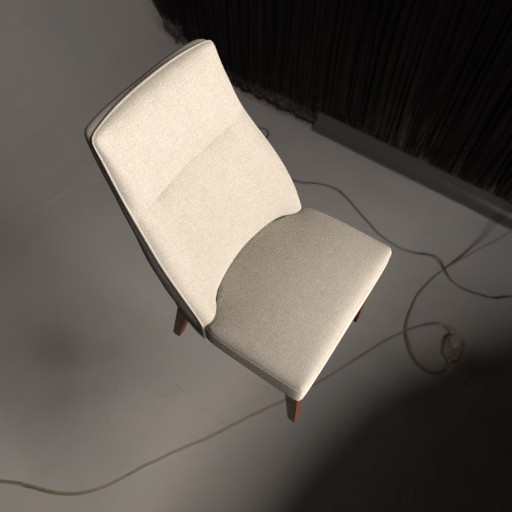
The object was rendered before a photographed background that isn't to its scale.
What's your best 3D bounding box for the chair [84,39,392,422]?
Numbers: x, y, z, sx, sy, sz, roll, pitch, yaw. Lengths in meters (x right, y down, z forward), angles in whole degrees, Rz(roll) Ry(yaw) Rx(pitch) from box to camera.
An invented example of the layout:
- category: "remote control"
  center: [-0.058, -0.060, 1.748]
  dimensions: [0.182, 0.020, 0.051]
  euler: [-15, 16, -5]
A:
- category: "chair"
  center: [0.000, 0.000, 1.233]
  dimensions: [0.620, 0.930, 0.500]
  euler: [31, 64, 17]
